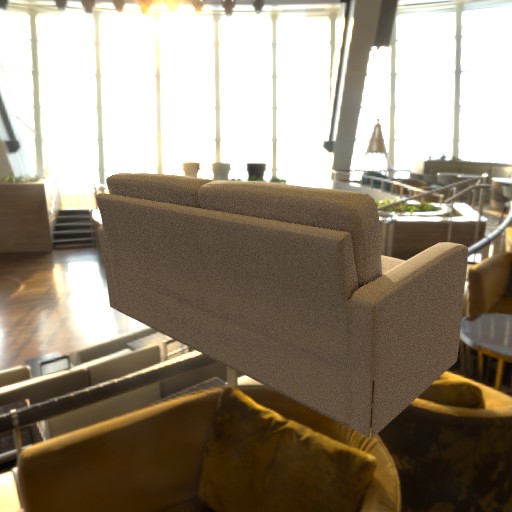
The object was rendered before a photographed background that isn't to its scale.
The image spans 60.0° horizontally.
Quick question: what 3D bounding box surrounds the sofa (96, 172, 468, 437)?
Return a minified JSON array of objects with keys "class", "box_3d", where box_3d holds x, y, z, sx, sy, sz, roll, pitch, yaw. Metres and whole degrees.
[{"class":"sofa","box_3d":[0.000,0.000,2.271,1.808,0.831,0.894,14,20,42]}]
